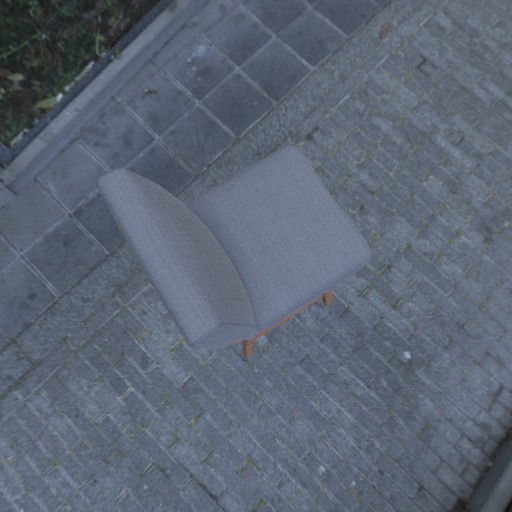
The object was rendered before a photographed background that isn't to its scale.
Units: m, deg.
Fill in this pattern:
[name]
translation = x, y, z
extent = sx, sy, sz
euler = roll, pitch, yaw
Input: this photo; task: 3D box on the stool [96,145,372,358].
[stool]
translation = 0.000, 0.000, 1.454
extent = 0.570, 1.112, 0.483
euler = -31, 78, -8
